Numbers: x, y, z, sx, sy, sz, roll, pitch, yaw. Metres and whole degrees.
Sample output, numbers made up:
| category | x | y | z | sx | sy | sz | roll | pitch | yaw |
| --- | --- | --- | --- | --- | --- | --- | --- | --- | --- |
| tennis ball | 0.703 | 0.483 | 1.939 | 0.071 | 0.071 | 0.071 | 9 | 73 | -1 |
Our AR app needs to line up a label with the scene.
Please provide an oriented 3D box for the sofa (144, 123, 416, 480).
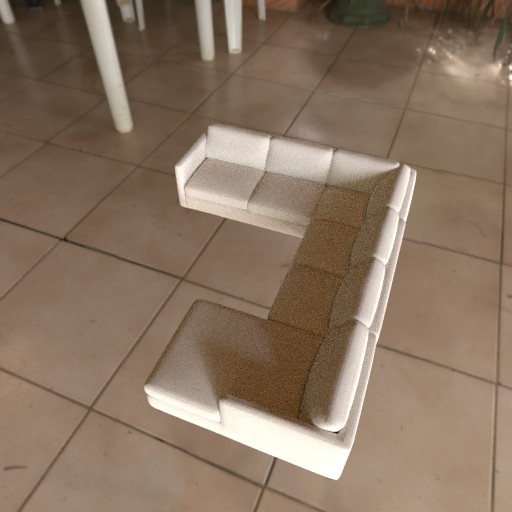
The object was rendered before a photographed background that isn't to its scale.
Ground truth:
| category | x | y | z | sx | sy | sz | roll | pitch | yaw |
| --- | --- | --- | --- | --- | --- | --- | --- | --- | --- |
| sofa | 0.000 | 0.000 | 4.295 | 2.551 | 0.853 | 3.238 | 16 | 48 | 15 |
